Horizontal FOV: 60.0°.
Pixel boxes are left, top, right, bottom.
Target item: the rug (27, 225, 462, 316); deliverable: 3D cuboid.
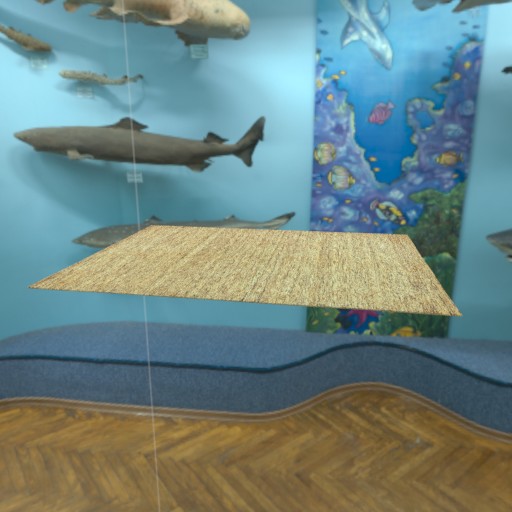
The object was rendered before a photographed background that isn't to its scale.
[{"bbox_3d":[0.000,0.000,4.348,3.200,0.012,2.438,3,16,10],"label":"rug"}]
